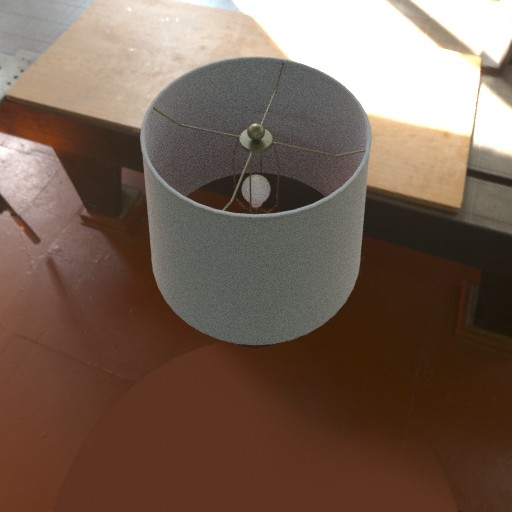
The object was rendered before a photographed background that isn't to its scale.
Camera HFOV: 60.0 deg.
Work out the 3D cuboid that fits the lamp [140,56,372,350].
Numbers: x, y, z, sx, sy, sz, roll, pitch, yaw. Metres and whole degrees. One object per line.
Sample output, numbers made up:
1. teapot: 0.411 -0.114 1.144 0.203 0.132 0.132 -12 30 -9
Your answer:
1. lamp: 0.000 0.000 0.531 0.239 0.399 0.239 0 58 0
